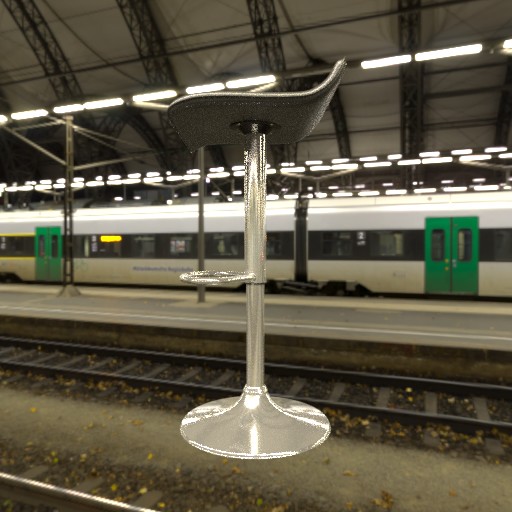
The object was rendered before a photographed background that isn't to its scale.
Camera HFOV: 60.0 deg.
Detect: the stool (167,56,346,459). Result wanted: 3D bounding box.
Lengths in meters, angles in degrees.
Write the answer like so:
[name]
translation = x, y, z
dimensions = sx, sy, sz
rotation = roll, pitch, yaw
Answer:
[stool]
translation = 0.000, 0.000, 1.117
dimensions = 0.381, 0.851, 0.381
rotation = 0, 1, 0
